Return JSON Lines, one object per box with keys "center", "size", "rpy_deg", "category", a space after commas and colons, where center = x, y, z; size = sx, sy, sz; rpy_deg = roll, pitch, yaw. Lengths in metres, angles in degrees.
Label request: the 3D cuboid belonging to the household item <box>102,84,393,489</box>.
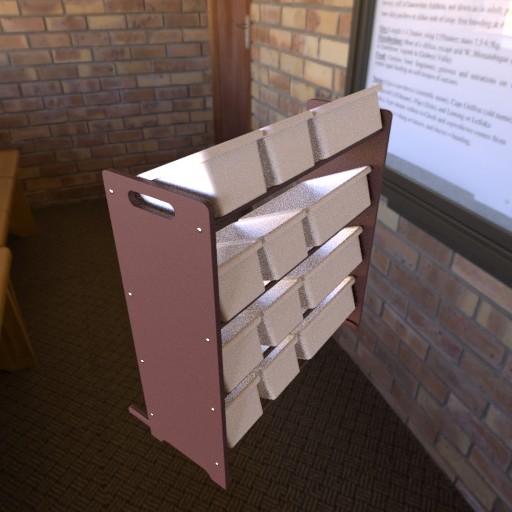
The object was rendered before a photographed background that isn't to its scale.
{"center": [0.000, 0.000, 1.265], "size": [0.389, 0.864, 0.787], "rpy_deg": [21, 37, 30], "category": "household item"}
